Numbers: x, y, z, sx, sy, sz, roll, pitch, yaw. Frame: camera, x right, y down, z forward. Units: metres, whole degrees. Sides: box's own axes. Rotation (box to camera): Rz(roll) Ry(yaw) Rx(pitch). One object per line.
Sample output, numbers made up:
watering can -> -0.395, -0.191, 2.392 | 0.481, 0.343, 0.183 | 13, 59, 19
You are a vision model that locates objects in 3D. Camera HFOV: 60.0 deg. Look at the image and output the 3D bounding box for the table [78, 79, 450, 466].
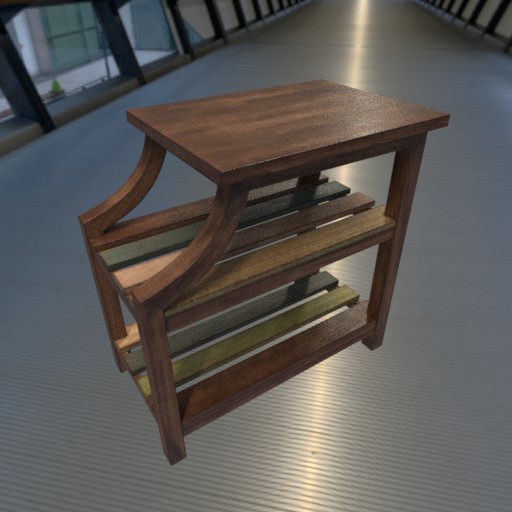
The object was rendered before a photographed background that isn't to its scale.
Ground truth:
table -> 0.000, 0.000, 0.943 | 0.609, 0.584, 0.356 | -20, 38, -28
